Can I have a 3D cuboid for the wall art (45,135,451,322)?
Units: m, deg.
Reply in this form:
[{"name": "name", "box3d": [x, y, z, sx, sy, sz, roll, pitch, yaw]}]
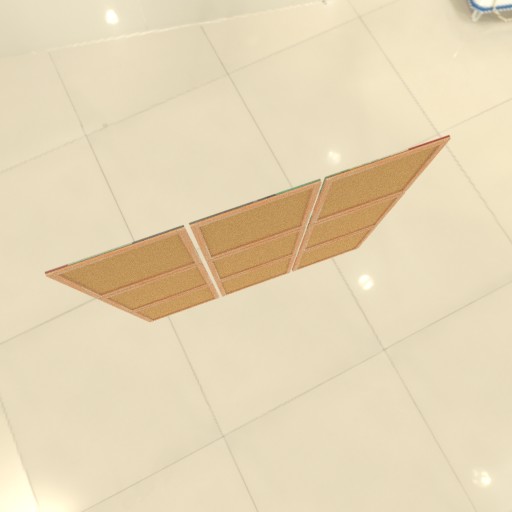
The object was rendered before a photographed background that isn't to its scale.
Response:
[{"name": "wall art", "box3d": [0.000, 0.000, 1.843, 1.216, 1.220, 0.013, -19, 76, -5]}]
